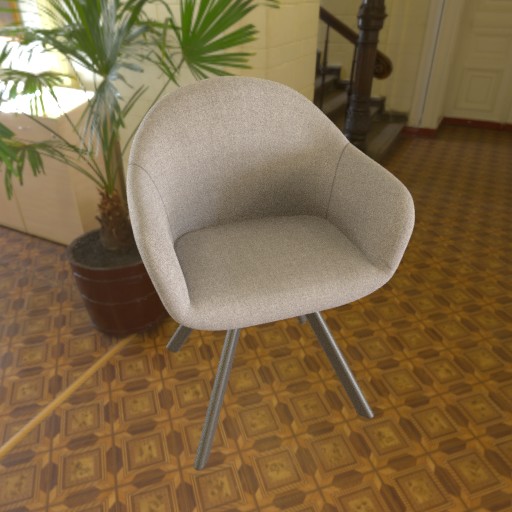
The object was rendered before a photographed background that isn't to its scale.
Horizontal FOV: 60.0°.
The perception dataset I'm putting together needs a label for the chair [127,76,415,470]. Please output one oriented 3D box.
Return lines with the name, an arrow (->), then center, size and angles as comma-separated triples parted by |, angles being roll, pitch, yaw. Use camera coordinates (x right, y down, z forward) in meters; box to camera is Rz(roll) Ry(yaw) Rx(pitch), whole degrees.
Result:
chair -> 0.000, 0.000, 1.140 | 0.590, 0.795, 0.550 | -10, 33, -16
